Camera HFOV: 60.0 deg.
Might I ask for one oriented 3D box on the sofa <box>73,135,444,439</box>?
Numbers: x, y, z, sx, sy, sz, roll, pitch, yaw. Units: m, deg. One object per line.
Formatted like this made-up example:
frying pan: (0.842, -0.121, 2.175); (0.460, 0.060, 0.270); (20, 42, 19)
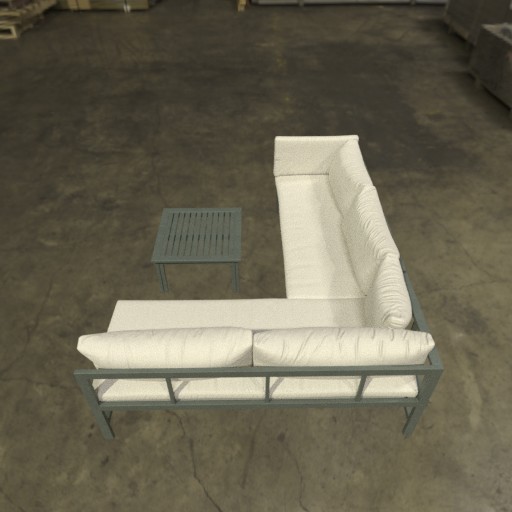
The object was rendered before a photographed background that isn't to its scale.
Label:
sofa: (0.000, 0.000, 2.922); (1.658, 0.758, 2.096); (-1, 42, -1)
